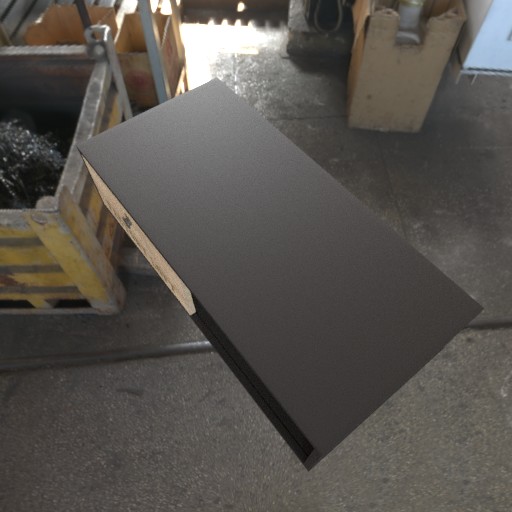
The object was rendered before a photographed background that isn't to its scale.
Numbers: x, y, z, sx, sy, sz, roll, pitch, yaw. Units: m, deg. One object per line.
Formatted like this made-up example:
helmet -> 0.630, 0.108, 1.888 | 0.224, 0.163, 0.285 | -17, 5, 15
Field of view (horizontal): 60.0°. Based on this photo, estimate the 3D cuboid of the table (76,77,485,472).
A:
table -> 0.000, 0.000, 1.370 | 0.550, 0.400, 1.100 | -34, 64, -19
